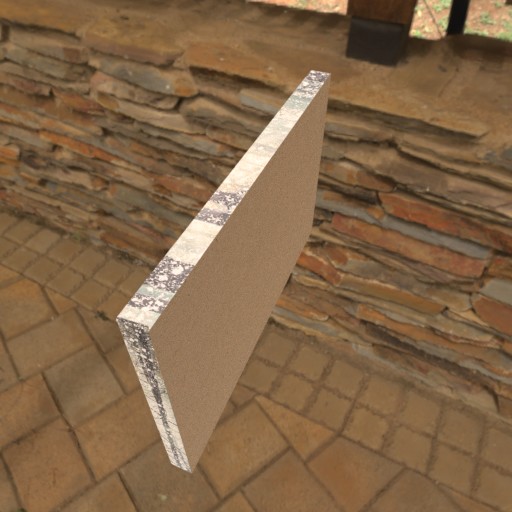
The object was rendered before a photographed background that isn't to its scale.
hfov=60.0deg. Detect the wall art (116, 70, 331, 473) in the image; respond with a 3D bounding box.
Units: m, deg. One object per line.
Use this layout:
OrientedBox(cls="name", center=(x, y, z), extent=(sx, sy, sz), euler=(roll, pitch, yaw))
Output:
OrientedBox(cls="wall art", center=(0.000, 0.000, 0.769), extent=(0.042, 0.398, 0.618), euler=(17, 48, 16))
